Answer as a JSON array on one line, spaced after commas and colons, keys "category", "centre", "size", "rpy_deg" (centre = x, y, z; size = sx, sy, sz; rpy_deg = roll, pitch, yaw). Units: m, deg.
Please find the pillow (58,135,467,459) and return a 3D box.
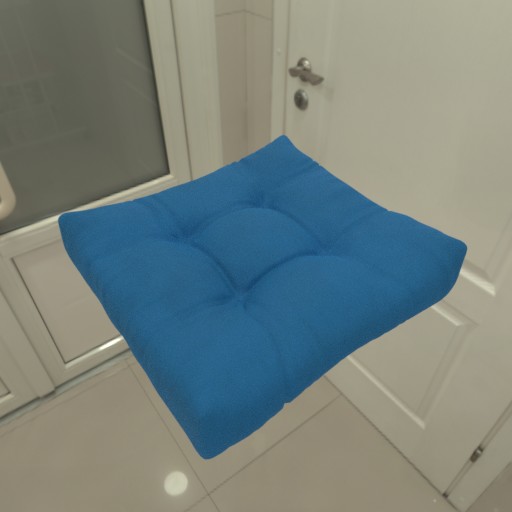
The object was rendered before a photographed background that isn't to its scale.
[{"category": "pillow", "centre": [0.000, 0.000, 0.725], "size": [0.490, 0.128, 0.468], "rpy_deg": [-27, 49, -26]}]
